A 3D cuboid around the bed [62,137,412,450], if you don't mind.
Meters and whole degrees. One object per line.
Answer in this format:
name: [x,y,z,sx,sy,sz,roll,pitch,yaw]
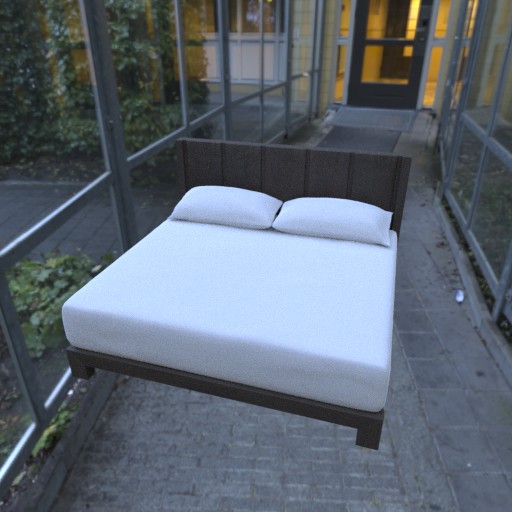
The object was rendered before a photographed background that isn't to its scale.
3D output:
bed: [0.000,0.000,3.453,2.134,1.270,2.012,8,28,15]
